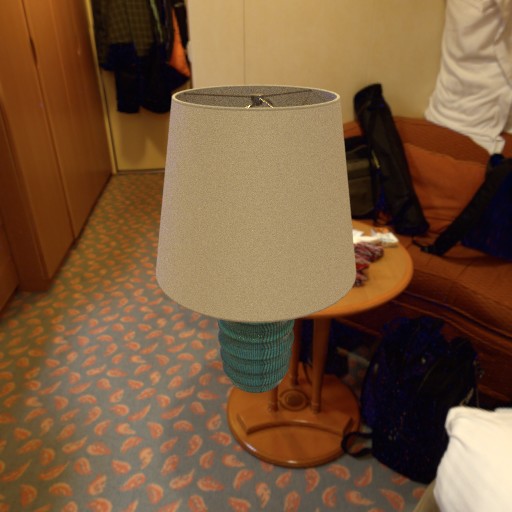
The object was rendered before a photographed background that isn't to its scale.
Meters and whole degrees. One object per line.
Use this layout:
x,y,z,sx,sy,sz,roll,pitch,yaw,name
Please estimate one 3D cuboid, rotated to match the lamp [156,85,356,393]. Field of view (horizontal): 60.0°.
0.000,0.000,0.568,0.254,0.392,0.254,0,27,0,lamp
